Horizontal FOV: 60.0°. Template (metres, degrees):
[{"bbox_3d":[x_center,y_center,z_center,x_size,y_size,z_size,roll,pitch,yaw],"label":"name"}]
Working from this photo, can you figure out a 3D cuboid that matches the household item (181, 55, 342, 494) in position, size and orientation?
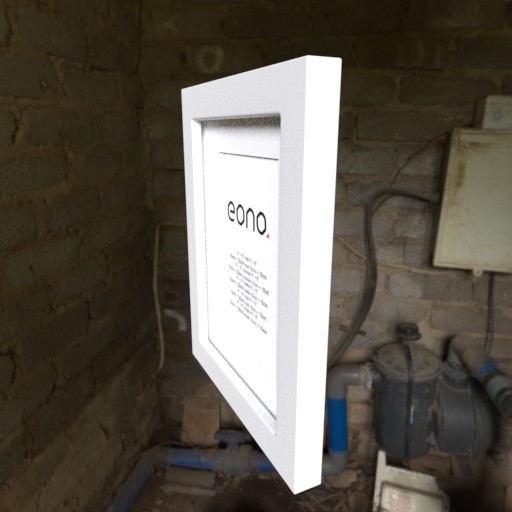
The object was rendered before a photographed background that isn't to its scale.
[{"bbox_3d":[0.000,0.000,0.335,0.045,0.250,0.200,-8,18,-25],"label":"household item"}]
